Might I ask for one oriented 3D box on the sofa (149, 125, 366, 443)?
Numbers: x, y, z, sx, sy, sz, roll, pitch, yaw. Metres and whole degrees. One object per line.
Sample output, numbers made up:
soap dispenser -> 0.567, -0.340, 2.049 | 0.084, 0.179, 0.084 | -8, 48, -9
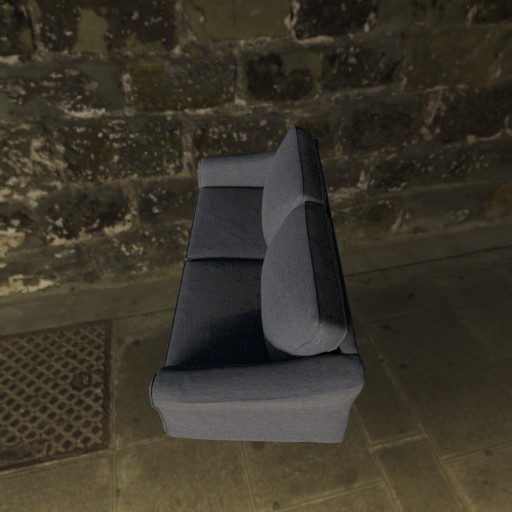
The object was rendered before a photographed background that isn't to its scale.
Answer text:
sofa -> 0.000, 0.000, 2.886 | 0.971, 0.950, 2.270 | 0, 41, 1
